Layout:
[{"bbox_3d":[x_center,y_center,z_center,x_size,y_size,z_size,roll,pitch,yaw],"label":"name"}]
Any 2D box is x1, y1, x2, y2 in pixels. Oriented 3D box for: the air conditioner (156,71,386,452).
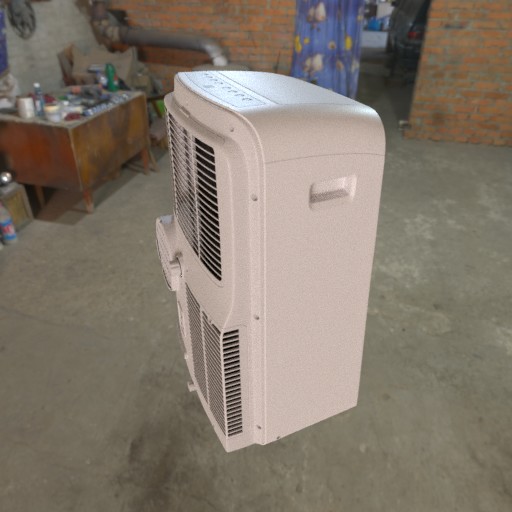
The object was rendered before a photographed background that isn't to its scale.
[{"bbox_3d":[0.000,0.000,0.946,0.365,0.700,0.454,-12,34,-19],"label":"air conditioner"}]
